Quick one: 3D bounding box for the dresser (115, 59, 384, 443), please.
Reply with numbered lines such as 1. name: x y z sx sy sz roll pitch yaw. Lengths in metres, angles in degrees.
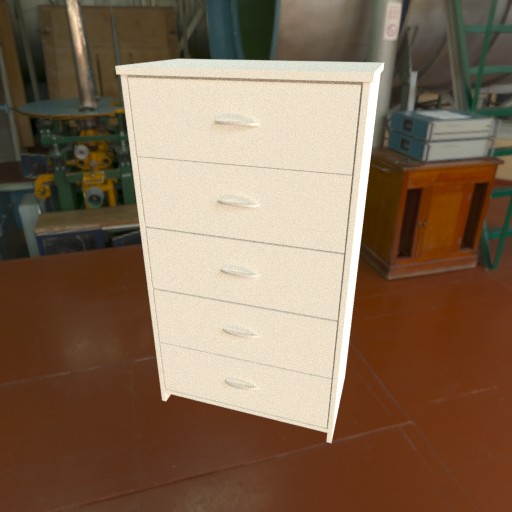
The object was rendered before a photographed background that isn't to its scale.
1. dresser: 0.000 0.000 1.579 0.704 1.255 0.399 8 28 16
